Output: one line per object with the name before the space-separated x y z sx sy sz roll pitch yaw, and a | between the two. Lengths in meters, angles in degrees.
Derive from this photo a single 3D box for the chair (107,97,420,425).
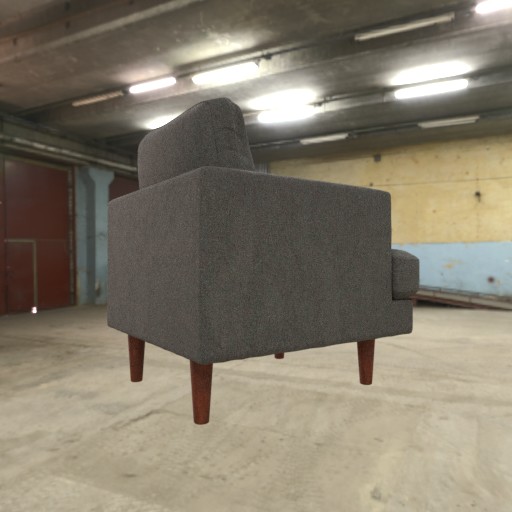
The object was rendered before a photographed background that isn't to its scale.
chair | 0.000 0.000 1.705 0.899 0.957 0.858 0 -1 -35
